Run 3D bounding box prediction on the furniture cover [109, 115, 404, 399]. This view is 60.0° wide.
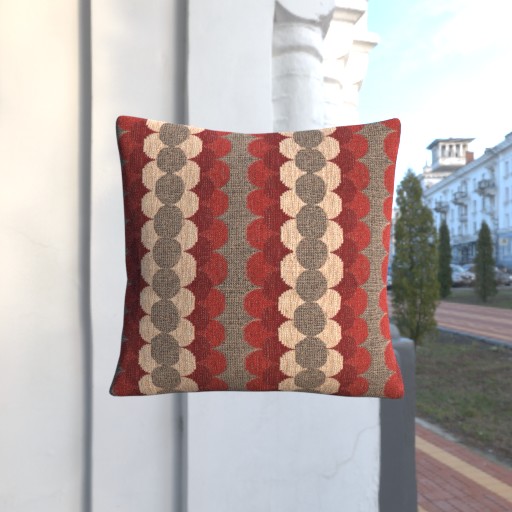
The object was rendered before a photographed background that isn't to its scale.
[{"bbox_3d":[0.000,0.000,0.658,0.435,0.420,0.145,0,-1,1],"label":"furniture cover"}]
